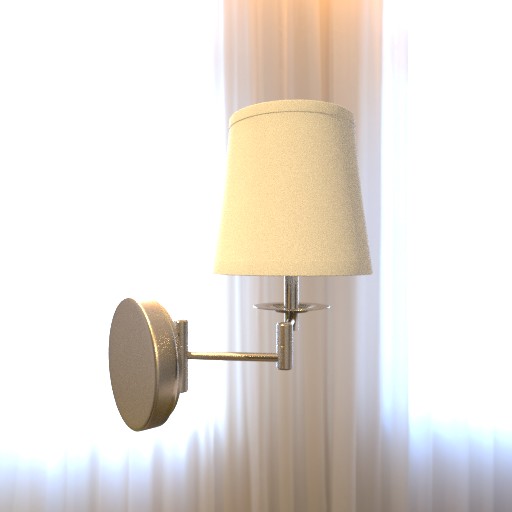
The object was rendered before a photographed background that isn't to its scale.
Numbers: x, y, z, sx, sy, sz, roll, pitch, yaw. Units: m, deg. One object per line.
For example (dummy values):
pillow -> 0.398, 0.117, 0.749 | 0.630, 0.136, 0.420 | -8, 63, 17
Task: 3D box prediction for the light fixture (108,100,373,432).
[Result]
light fixture -> 0.000, 0.000, 0.590 | 0.348, 0.381, 0.223 | 0, -1, -37
